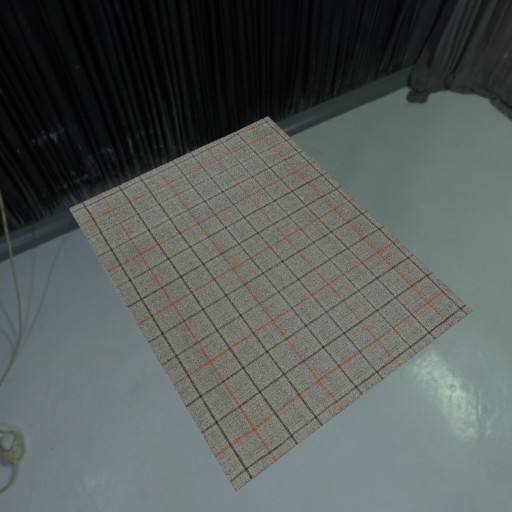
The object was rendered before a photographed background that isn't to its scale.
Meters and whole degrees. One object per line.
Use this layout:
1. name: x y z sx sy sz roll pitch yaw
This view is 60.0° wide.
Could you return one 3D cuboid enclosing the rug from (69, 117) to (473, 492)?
1. rug: 0.000 0.000 4.126 2.444 0.012 3.048 -30 62 -18
